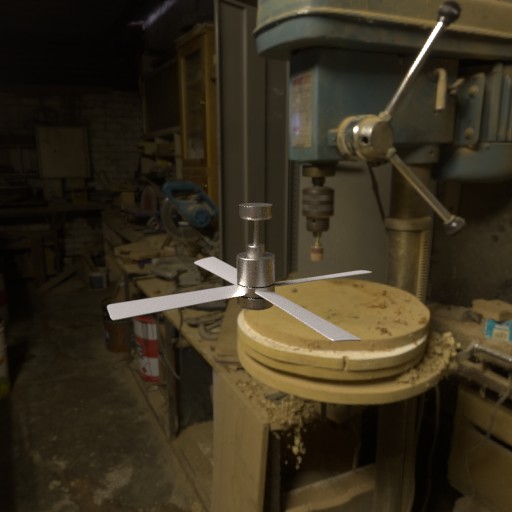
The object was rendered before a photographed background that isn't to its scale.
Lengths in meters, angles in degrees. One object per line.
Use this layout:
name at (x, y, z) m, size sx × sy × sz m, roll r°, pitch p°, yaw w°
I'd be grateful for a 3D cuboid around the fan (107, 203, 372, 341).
fan at (0.000, 0.000, 2.332) m, size 1.525 × 0.539 × 1.525 m, roll -7°, pitch 15°, yaw -27°
